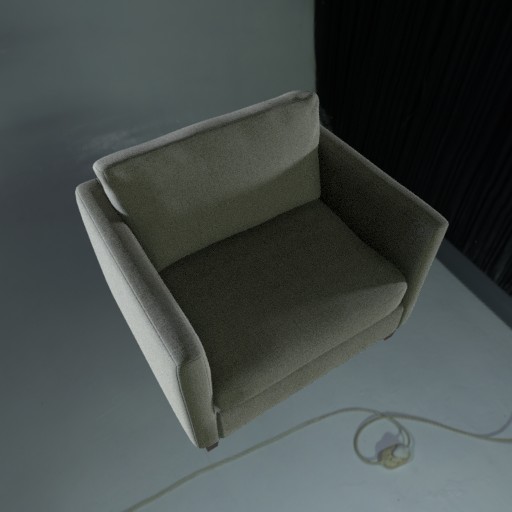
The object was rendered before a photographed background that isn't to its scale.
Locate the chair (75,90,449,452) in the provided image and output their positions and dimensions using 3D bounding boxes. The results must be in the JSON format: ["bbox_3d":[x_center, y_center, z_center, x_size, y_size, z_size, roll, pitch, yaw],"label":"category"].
[{"bbox_3d":[0.000,0.000,1.827,1.107,0.963,0.959,-25,53,-21],"label":"chair"}]
